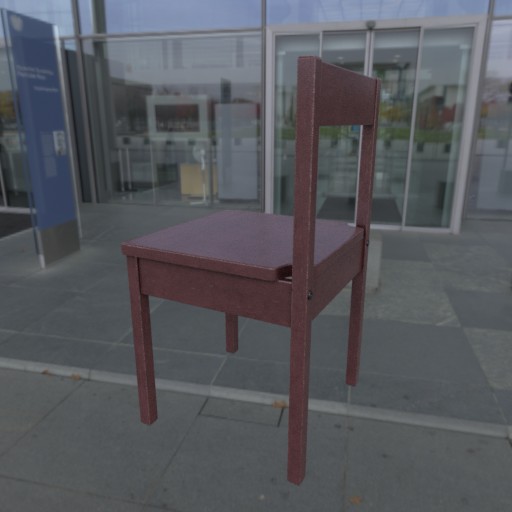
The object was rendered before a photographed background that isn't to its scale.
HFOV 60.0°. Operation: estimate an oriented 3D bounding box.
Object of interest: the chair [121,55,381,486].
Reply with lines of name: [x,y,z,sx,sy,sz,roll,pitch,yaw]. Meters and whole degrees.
chair: [0.000,0.000,0.878,0.361,0.668,0.367,9,19,27]
